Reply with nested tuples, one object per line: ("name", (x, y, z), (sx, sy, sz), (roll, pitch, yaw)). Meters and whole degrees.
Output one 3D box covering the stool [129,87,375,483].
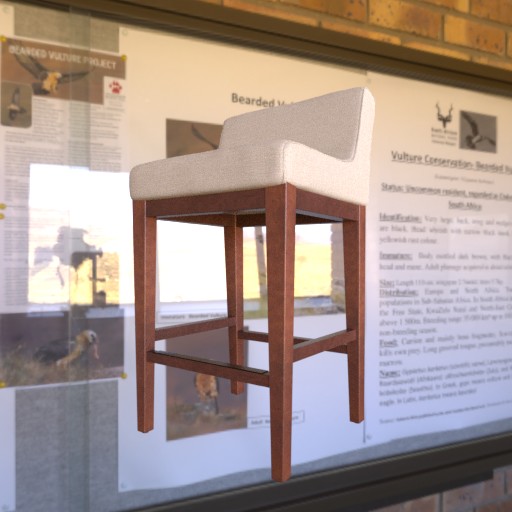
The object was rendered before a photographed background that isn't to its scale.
("stool", (0.000, 0.000, 1.223), (0.511, 0.937, 0.500), (0, 0, 36))
